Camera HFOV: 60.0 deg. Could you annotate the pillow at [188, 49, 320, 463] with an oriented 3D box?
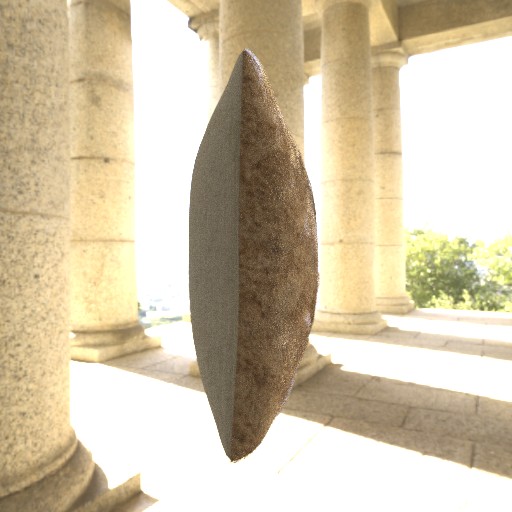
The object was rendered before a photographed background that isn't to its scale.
[{"bbox_3d":[0.000,0.000,0.803,0.216,0.525,0.538,0,0,-1],"label":"pillow"}]
